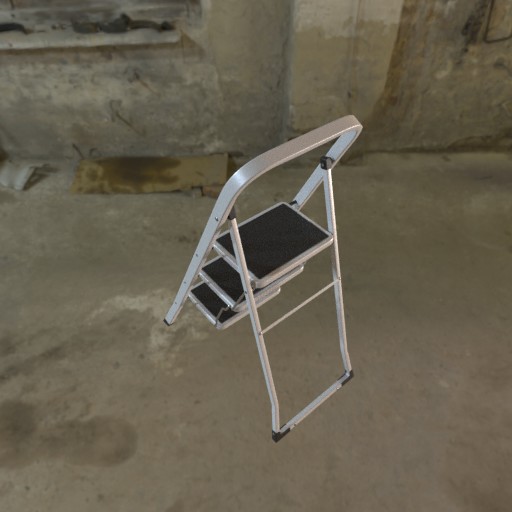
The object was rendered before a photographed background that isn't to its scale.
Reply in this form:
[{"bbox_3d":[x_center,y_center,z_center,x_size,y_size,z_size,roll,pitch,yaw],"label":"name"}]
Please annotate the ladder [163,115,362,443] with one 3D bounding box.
[{"bbox_3d":[0.000,0.000,1.462,0.460,1.050,0.711,-30,52,-27],"label":"ladder"}]
